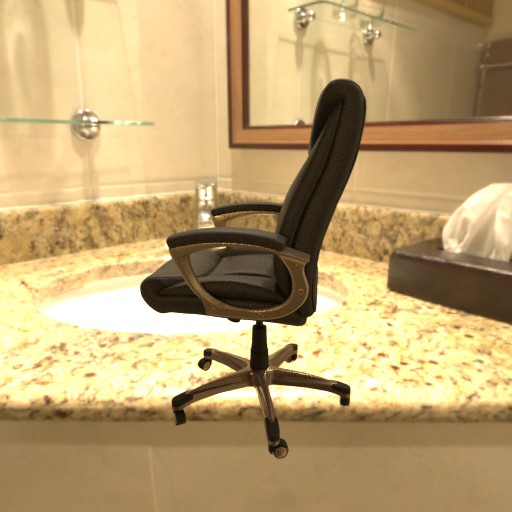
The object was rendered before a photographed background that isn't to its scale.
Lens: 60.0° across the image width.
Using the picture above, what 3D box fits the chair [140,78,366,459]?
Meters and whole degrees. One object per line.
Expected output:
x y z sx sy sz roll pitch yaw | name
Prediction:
0.000 0.000 1.644 0.748 1.188 0.694 2 15 8 | chair
